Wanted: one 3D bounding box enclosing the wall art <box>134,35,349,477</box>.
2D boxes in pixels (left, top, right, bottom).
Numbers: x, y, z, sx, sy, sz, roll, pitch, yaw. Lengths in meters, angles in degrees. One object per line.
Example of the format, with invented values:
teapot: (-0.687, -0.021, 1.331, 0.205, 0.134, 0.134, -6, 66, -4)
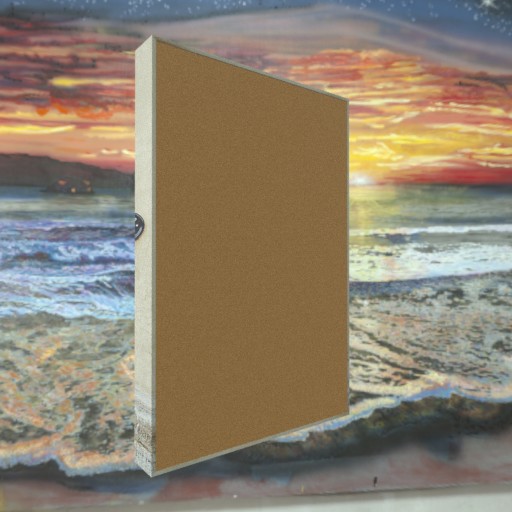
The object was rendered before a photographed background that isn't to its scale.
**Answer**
wall art: (0.000, 0.000, 0.473, 0.254, 0.381, 0.038, 0, 0, -37)
